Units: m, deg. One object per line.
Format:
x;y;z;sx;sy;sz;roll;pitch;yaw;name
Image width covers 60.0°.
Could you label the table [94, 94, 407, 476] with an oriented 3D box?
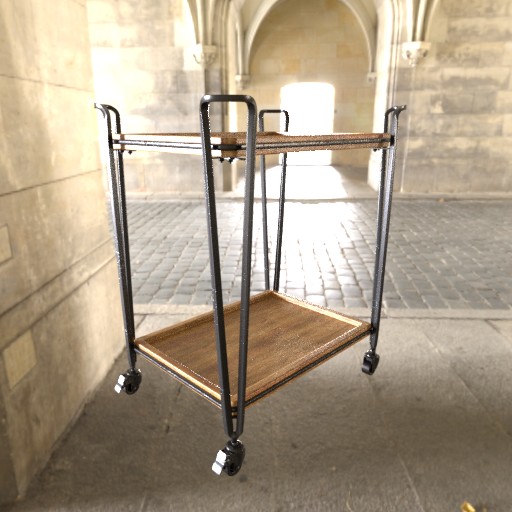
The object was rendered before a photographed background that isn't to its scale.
0.000;0.000;1.212;0.505;0.785;0.672;16;23;43;table
